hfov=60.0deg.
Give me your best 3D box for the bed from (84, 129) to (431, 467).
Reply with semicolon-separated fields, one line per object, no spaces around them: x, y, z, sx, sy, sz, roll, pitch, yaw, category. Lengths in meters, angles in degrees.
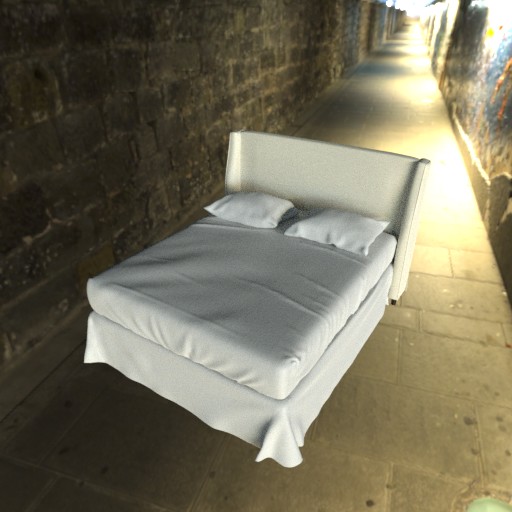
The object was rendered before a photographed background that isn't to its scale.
0.000;0.000;3.487;1.925;1.332;2.276;18;34;28;bed
